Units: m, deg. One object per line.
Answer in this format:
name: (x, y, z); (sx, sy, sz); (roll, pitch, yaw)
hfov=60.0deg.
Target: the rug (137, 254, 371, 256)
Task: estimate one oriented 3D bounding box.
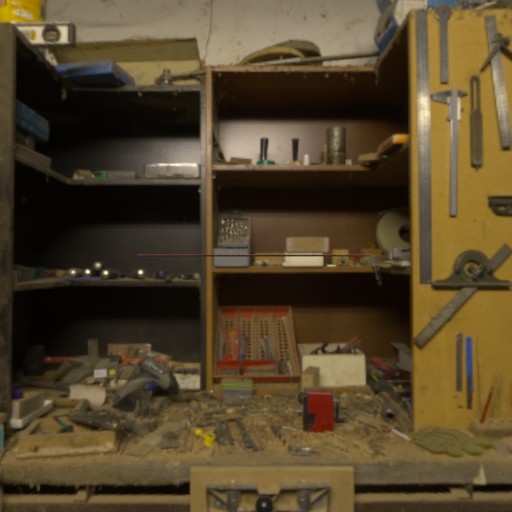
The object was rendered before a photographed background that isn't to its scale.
rug: (0.000, 0.000, 2.716); (0.792, 0.006, 2.437); (0, 0, 0)
